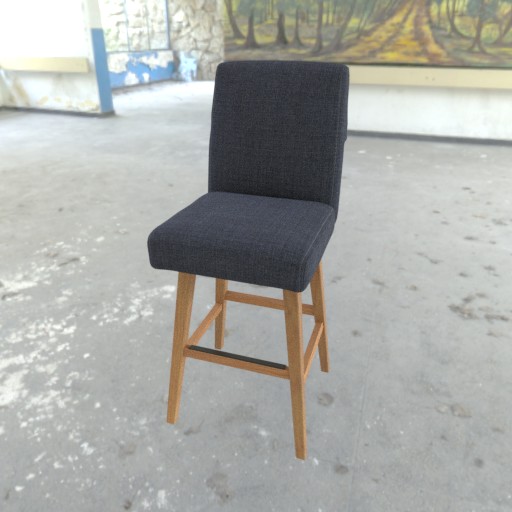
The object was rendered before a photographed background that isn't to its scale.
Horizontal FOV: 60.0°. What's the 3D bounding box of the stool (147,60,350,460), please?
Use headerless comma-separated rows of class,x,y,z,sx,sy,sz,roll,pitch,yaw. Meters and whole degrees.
stool,0.000,0.000,1.403,0.483,1.112,0.570,8,28,16
